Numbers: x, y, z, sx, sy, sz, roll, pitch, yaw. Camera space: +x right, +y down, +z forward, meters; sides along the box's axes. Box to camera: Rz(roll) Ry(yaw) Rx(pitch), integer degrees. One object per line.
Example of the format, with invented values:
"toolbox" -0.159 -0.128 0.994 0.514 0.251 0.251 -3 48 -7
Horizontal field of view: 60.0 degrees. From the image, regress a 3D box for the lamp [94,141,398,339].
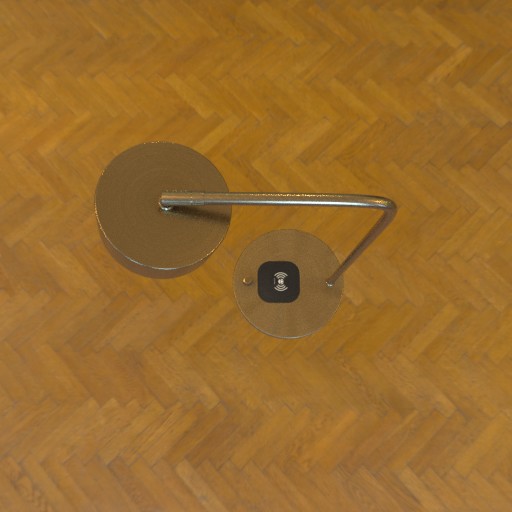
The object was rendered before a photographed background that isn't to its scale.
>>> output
"lamp" 0.000 0.000 0.521 0.270 0.380 0.171 1 76 0
